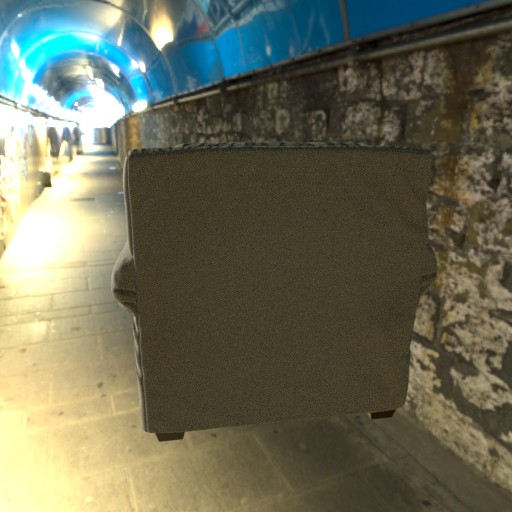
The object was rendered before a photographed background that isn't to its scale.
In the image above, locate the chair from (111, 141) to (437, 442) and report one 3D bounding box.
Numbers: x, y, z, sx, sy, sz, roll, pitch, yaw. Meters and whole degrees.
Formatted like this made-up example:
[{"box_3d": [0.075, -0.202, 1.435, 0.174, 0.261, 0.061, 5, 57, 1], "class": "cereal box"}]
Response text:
[{"box_3d": [0.000, 0.000, 1.707, 0.940, 0.866, 1.066, -2, 16, -9], "class": "chair"}]
